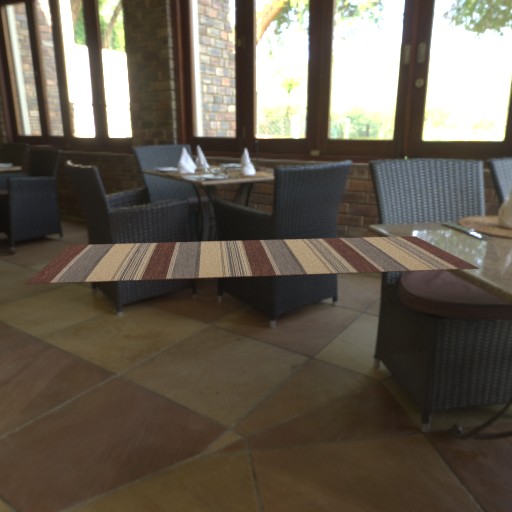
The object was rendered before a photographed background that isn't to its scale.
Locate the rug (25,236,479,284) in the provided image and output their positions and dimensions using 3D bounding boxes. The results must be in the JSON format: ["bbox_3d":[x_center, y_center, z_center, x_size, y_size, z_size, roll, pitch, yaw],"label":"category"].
[{"bbox_3d":[0.000,0.000,2.744,2.437,0.006,0.792,-2,16,-6],"label":"rug"}]
